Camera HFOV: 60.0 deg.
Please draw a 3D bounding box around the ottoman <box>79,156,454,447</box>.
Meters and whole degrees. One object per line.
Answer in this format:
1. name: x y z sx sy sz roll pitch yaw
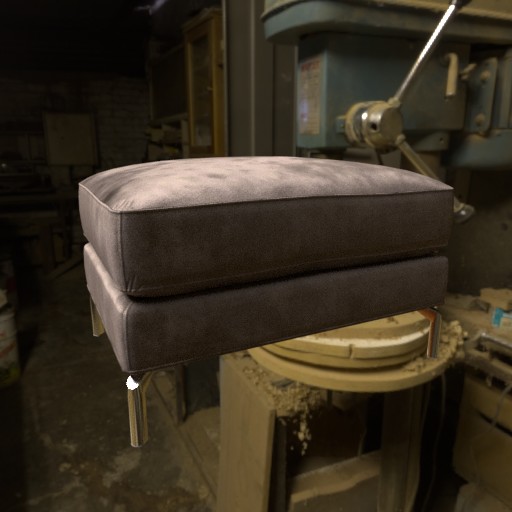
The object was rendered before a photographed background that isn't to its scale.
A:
1. ottoman: 0.000 0.000 1.044 0.719 0.456 0.520 -7 16 -26
